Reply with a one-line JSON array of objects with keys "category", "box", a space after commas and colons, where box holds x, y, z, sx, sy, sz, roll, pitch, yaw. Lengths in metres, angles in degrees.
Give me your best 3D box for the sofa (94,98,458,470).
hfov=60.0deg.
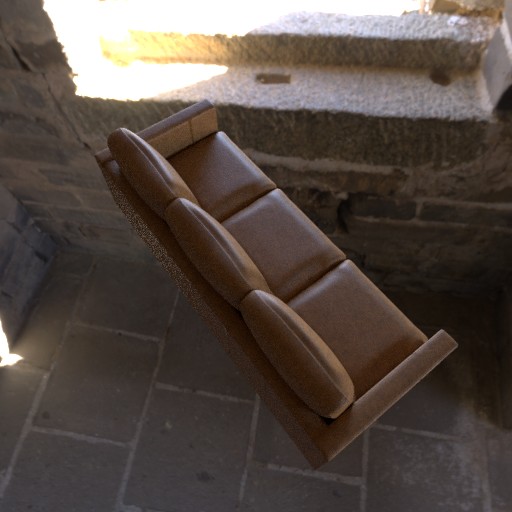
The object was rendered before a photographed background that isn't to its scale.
[{"category": "sofa", "box": [0.000, 0.000, 2.698, 0.903, 0.930, 2.231, -33, 65, -17]}]
